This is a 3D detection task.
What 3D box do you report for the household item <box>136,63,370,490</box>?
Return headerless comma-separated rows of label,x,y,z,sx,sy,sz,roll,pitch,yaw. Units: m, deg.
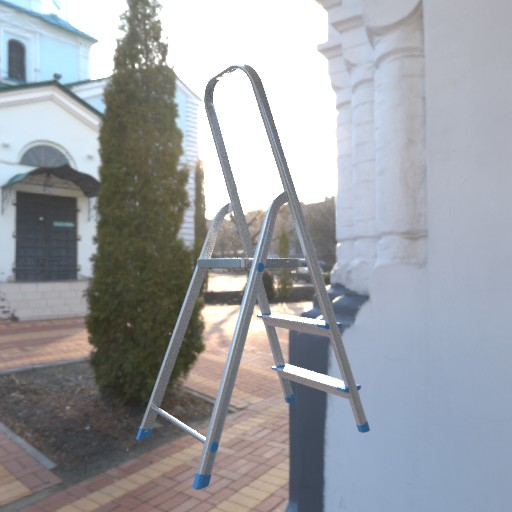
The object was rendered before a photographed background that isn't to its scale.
household item,0.000,0.000,1.518,0.687,1.215,0.420,1,-1,-36
